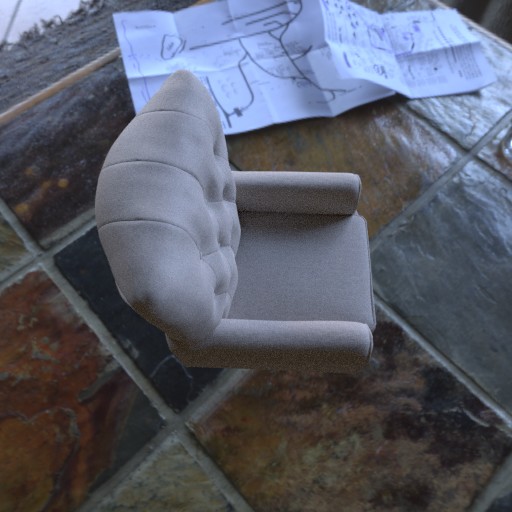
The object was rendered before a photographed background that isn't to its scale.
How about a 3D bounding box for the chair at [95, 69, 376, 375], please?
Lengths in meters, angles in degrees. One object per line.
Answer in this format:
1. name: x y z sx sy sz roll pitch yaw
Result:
1. chair: 0.000 0.000 1.887 1.025 1.209 0.942 3 64 1
